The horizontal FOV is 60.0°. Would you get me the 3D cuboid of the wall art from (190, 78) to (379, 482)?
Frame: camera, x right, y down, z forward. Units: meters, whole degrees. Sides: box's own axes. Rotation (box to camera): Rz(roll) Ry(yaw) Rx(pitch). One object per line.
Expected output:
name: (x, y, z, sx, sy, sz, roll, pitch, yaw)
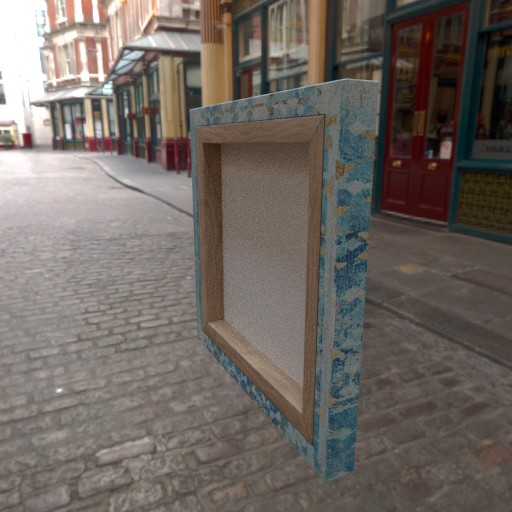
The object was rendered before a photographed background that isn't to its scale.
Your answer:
wall art: (0.000, 0.000, 0.606, 0.037, 0.405, 0.405, -7, 16, -26)
